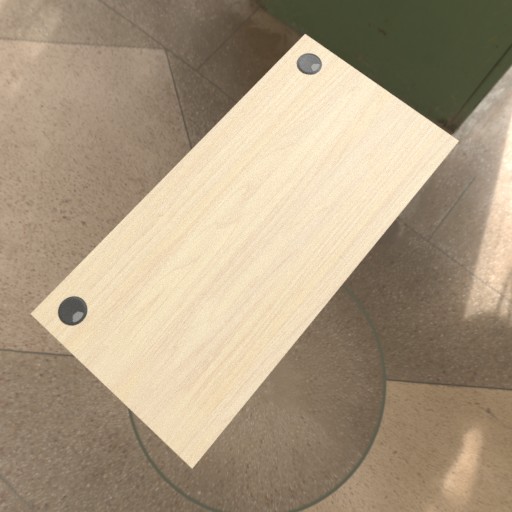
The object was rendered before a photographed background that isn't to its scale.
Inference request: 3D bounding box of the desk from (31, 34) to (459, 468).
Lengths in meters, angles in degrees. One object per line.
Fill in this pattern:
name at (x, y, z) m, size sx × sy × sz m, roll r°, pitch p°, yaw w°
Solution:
desk at (0.000, 0.000, 1.638) m, size 0.600 × 0.750 × 1.200 m, roll 39°, pitch 79°, yaw 10°
